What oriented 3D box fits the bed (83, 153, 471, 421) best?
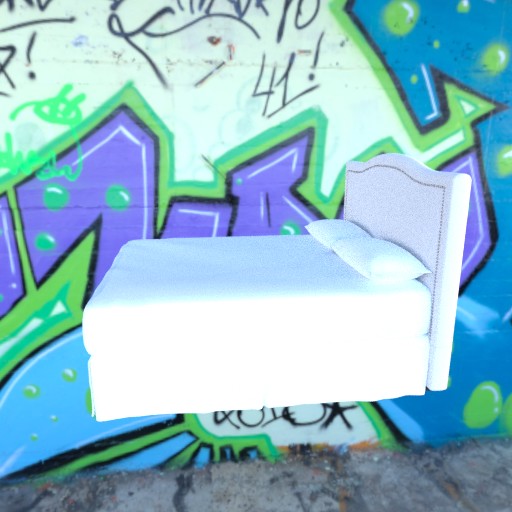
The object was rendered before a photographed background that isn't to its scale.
[{"bbox_3d":[0.000,0.000,3.239,2.143,1.460,1.753,-2,14,-8],"label":"bed"}]
